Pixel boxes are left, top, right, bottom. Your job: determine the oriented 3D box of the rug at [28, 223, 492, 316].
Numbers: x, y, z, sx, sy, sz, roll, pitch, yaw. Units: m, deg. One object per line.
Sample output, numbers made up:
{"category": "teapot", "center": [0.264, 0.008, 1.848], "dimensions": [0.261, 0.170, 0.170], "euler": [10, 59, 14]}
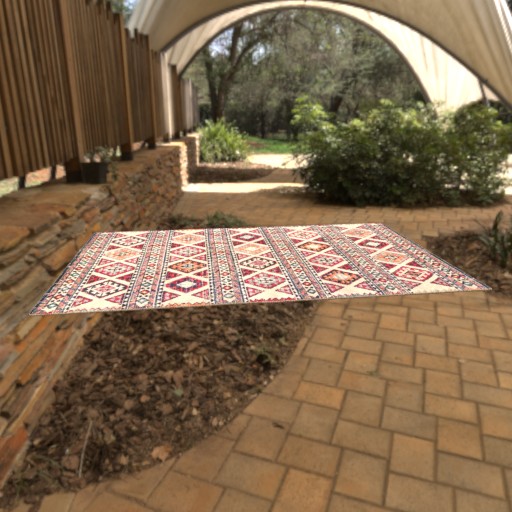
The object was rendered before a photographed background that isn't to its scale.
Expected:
{"category": "rug", "center": [0.000, 0.000, 3.015], "dimensions": [2.440, 0.010, 1.545], "euler": [-2, 18, -7]}
